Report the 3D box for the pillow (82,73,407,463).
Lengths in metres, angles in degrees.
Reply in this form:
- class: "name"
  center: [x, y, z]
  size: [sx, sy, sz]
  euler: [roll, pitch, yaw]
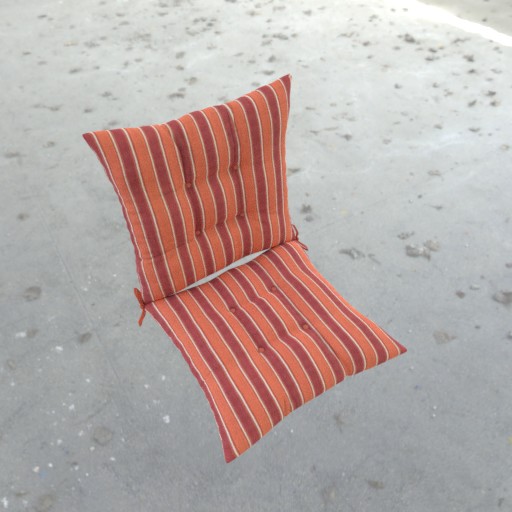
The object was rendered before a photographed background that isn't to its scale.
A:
- class: "pillow"
  center: [0.000, 0.000, 1.003]
  size: [0.541, 0.536, 0.585]
  euler: [-24, 51, -22]
